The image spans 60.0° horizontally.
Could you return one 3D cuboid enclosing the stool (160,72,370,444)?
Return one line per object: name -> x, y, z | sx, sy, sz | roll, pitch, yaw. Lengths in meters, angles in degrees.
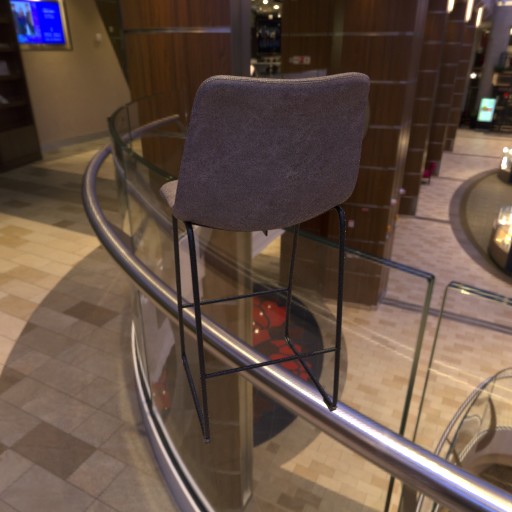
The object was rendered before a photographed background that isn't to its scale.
stool -> 0.000, 0.000, 1.388 | 0.514, 1.082, 0.561 | -8, 26, -16
